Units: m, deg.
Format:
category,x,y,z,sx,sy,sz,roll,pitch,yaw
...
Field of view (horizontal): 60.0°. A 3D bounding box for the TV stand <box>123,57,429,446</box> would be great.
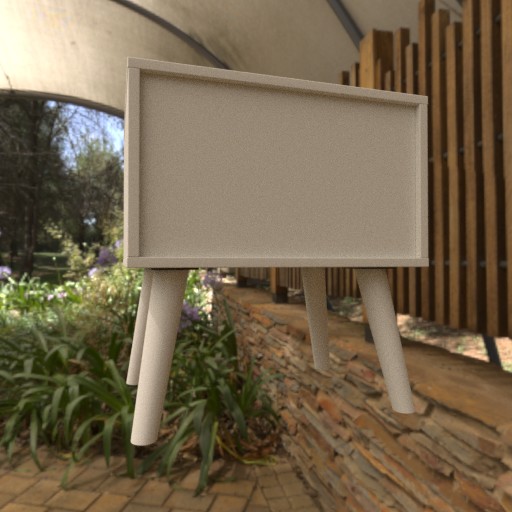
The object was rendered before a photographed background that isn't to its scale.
category,x,y,z,sx,sy,sz,roll,pitch,yaw
TV stand,0.000,0.000,0.894,0.508,0.559,0.405,0,-1,-17
